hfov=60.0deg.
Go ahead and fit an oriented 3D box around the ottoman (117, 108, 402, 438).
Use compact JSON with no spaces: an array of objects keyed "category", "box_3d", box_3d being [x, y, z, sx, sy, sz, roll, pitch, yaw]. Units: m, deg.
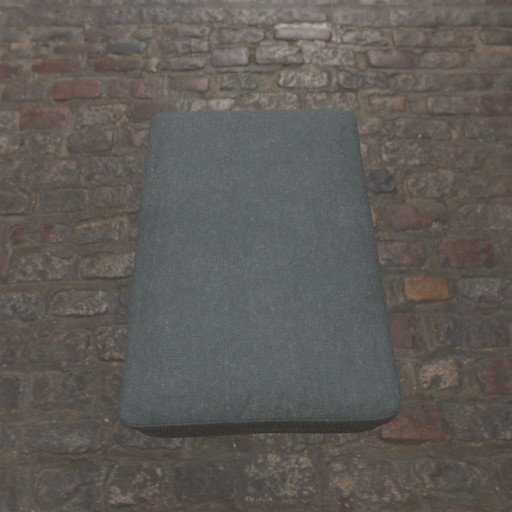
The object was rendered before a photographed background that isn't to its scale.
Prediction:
[{"category":"ottoman","box_3d":[0.000,0.000,1.619,0.840,0.429,1.199,-1,64,-1]}]
